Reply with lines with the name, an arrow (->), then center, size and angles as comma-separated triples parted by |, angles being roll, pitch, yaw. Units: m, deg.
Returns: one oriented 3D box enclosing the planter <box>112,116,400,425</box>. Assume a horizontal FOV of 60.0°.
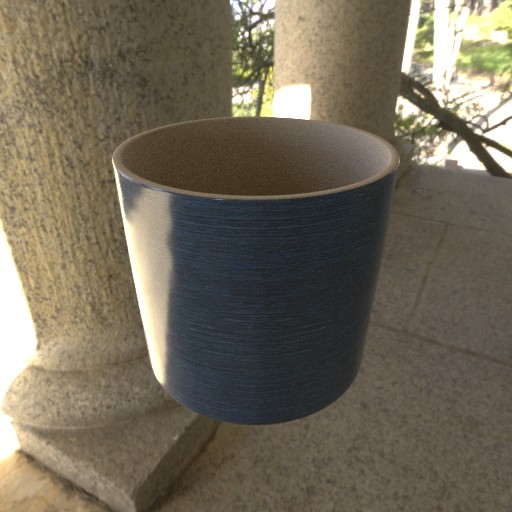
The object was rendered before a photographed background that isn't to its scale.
planter -> 0.000, 0.000, 0.404 | 0.221, 0.201, 0.221 | 0, 30, 0
